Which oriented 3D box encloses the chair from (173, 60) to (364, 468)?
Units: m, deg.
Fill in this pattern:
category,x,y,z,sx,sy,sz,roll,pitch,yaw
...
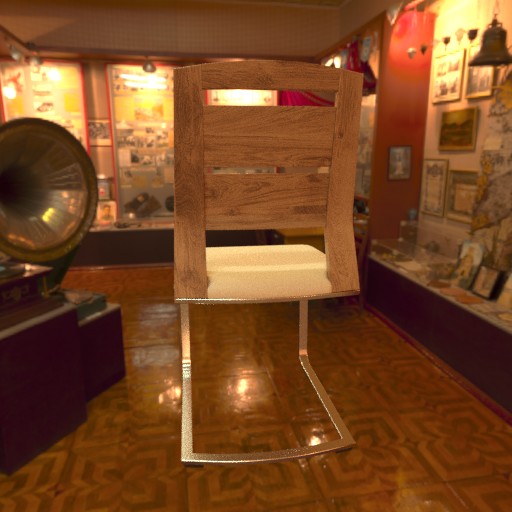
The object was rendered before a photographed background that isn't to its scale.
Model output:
category,x,y,z,sx,sy,sz,roll,pitch,yaw
chair,0.000,0.000,1.271,0.457,0.955,0.561,-2,13,-8
